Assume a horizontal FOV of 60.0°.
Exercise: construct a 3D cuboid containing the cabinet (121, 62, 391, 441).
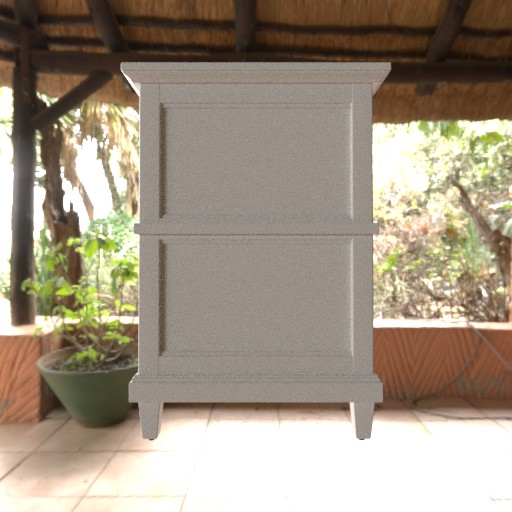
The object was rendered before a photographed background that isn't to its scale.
[{"bbox_3d":[0.000,0.000,1.161,0.547,0.775,0.544,0,-1,0],"label":"cabinet"}]
